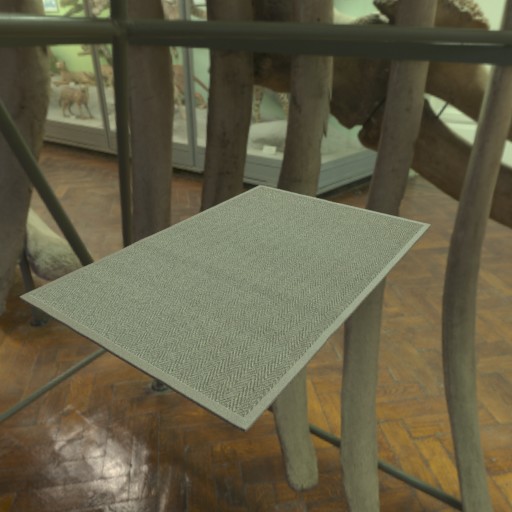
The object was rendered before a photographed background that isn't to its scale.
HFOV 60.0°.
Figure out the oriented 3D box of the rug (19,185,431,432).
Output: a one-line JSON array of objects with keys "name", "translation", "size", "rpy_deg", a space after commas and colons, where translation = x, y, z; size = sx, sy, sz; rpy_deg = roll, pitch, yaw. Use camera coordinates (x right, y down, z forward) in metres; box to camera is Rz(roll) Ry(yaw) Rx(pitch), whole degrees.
[{"name": "rug", "translation": [0.000, 0.000, 2.835], "size": [1.540, 0.021, 2.290], "rpy_deg": [19, 33, 31]}]
